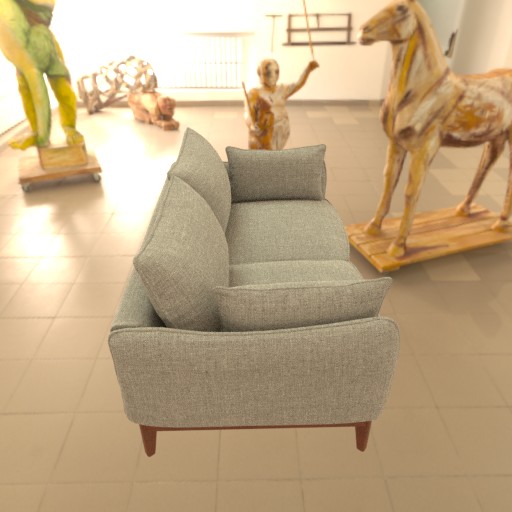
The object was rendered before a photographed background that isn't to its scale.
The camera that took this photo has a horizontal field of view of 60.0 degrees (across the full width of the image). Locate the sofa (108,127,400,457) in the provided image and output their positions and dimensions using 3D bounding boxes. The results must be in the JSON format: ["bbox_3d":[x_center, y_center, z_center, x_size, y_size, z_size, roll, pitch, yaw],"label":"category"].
[{"bbox_3d":[0.000,0.000,2.096,0.972,0.851,1.580,-1,32,-1],"label":"sofa"}]
